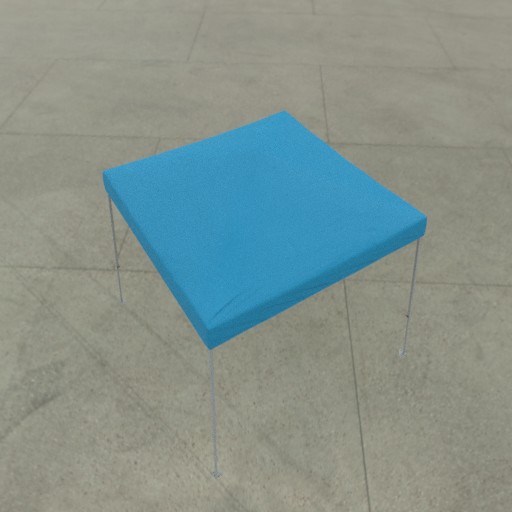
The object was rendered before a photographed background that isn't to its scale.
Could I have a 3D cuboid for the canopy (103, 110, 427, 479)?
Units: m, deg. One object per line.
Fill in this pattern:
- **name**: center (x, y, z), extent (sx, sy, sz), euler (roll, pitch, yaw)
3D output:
- **canopy**: center (0.000, 0.000, 5.079), extent (2.850, 2.850, 2.849), euler (-25, 52, -21)
